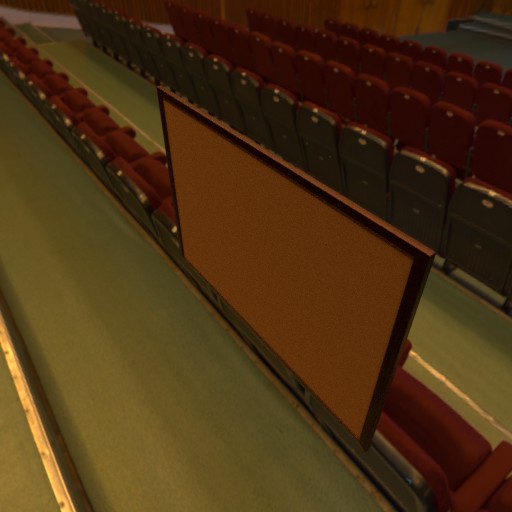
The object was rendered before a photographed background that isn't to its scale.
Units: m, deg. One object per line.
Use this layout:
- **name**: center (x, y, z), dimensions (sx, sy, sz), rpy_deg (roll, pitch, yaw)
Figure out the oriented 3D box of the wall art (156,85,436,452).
- **wall art**: center (0.000, 0.000, 1.038), dimensions (0.014, 0.559, 0.816), rpy_deg (-26, 46, -27)
